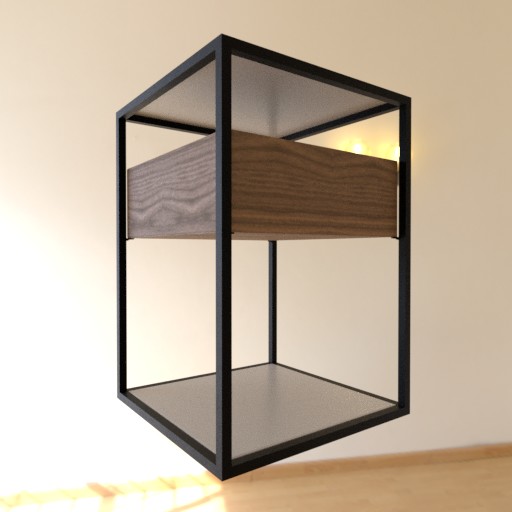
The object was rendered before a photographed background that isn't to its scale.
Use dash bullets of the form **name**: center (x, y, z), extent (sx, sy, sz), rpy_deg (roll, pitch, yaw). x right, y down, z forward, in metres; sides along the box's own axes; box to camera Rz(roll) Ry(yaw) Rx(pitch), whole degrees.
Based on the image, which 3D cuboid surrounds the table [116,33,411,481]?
- **table**: center (0.000, 0.000, 0.797), extent (0.378, 0.540, 0.378), rpy_deg (-1, 1, -36)
